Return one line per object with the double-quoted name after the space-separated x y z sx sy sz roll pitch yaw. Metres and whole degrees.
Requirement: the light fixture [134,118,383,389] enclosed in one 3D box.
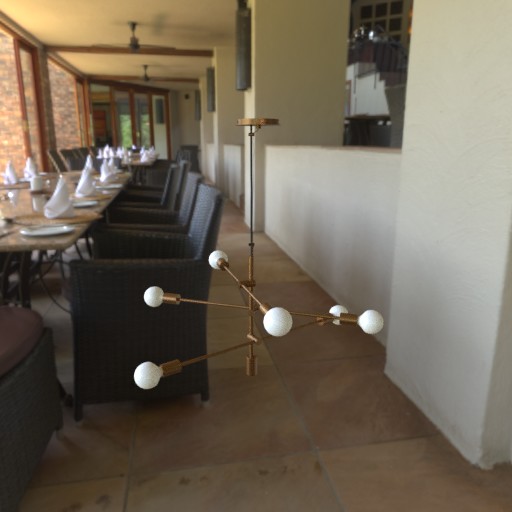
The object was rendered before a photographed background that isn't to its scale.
0.000 0.000 1.262 0.682 0.744 0.637 -2 14 -7 "light fixture"
